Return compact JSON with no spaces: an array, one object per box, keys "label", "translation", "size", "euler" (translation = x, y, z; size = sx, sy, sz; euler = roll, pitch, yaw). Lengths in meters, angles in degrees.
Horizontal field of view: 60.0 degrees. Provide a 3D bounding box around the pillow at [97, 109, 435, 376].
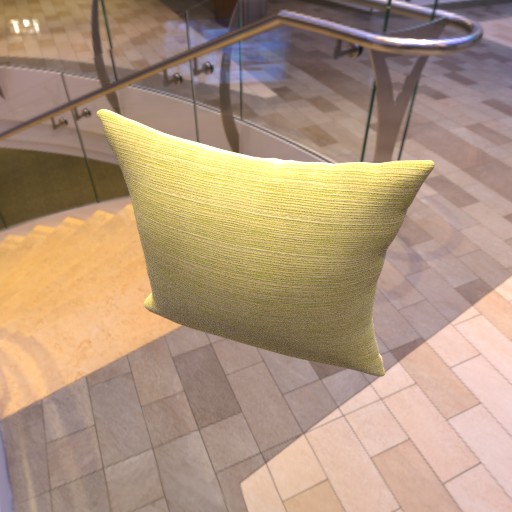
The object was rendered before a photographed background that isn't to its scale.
[{"label":"pillow","translation":[0.000,0.000,0.819],"size":[0.560,0.487,0.229],"euler":[13,43,15]}]
